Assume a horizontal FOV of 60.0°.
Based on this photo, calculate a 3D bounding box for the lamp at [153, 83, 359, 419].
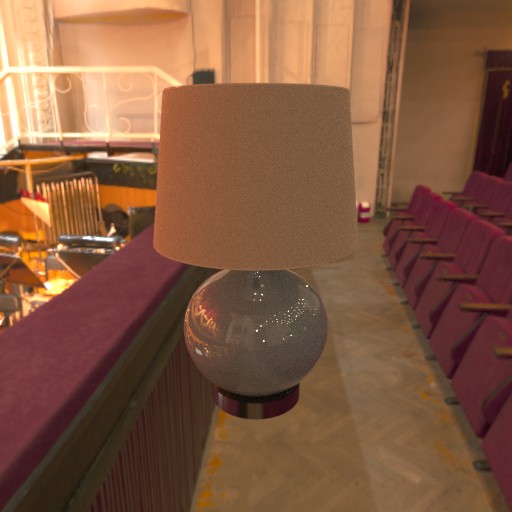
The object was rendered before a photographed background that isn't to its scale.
[{"bbox_3d":[0.000,0.000,0.551,0.247,0.387,0.247,0,17,0],"label":"lamp"}]
